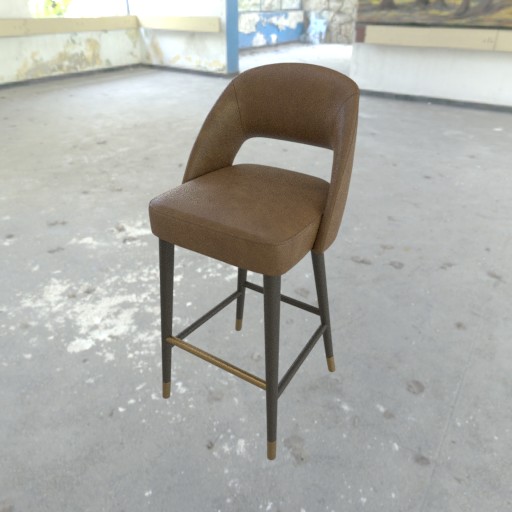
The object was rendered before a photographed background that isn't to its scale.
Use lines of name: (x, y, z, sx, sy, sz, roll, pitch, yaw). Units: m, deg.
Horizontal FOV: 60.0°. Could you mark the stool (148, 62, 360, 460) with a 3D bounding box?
stool: (0.000, 0.000, 1.351, 0.494, 1.037, 0.509, 18, 35, 28)
